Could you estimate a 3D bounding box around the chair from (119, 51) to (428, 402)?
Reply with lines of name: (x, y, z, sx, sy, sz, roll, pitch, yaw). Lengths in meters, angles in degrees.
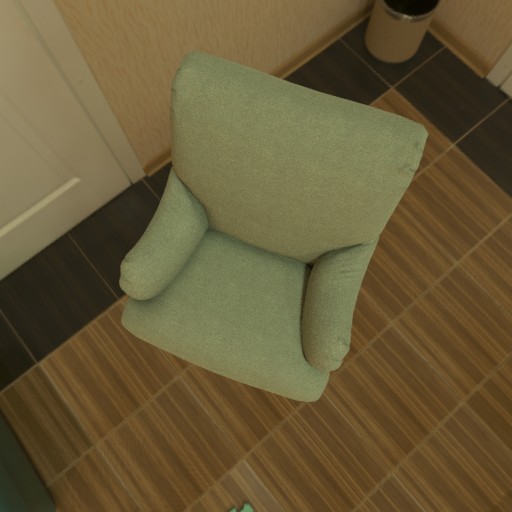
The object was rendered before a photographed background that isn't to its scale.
chair: (0.000, 0.000, 1.959, 0.964, 1.178, 1.060, 20, 75, 5)
